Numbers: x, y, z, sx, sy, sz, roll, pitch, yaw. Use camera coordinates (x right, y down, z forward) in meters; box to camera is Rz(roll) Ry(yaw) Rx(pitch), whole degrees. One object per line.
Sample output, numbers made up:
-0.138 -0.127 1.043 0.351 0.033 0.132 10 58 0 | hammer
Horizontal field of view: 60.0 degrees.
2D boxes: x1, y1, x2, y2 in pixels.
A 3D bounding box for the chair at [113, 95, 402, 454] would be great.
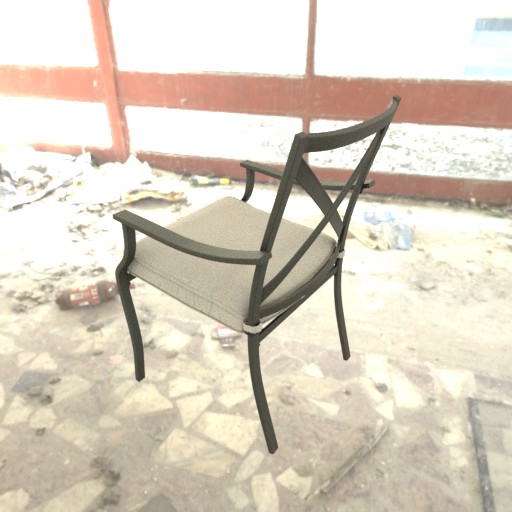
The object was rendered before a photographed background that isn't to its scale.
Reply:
0.000 0.000 1.301 0.620 0.889 0.575 20 35 31 | chair
